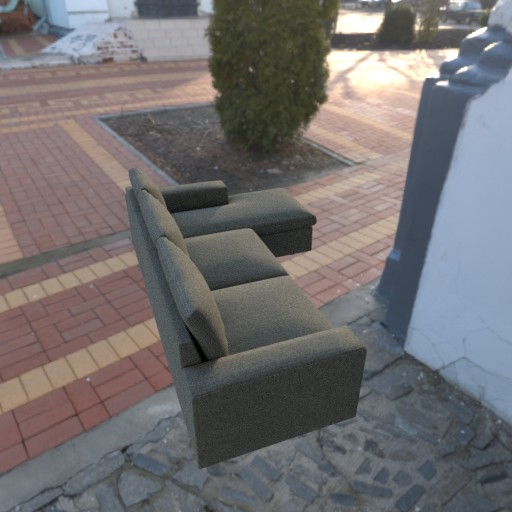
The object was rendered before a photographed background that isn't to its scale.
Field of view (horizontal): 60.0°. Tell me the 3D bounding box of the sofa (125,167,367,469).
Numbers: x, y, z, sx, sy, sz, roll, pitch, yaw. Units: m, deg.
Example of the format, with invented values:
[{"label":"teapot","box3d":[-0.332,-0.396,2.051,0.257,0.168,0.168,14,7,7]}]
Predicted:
[{"label":"sofa","box3d":[0.000,0.000,3.523,1.689,0.940,2.718,-11,32,-18]}]
